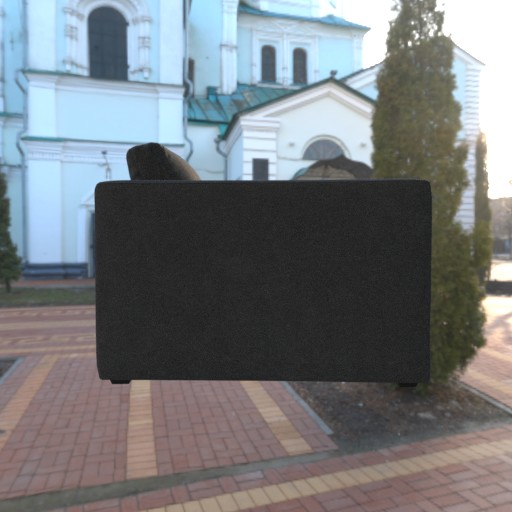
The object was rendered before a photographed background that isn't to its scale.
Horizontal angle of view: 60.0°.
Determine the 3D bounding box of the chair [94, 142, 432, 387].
[{"bbox_3d":[0.000,0.000,1.937,1.091,0.845,1.190,0,1,-2],"label":"chair"}]
